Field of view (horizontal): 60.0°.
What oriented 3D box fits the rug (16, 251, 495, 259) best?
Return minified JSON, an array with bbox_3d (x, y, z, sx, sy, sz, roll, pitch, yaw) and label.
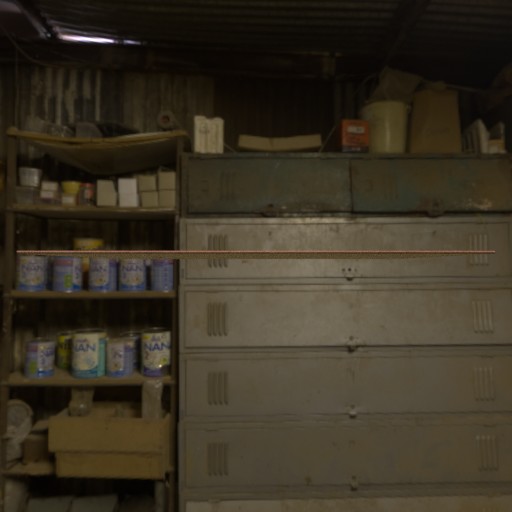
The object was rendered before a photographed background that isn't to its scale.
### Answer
[{"bbox_3d":[0.000,0.000,3.013,2.438,0.014,1.524,0,-1,0],"label":"rug"}]
